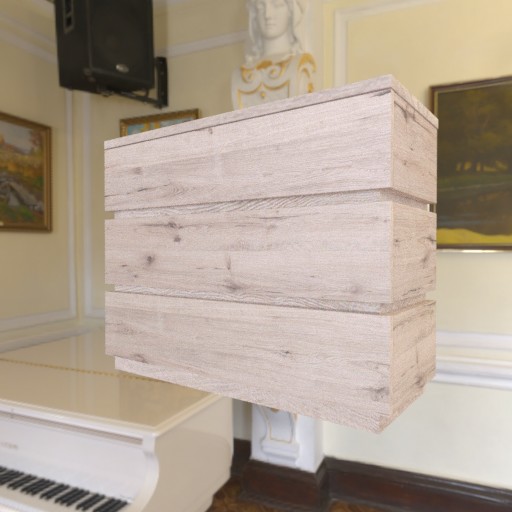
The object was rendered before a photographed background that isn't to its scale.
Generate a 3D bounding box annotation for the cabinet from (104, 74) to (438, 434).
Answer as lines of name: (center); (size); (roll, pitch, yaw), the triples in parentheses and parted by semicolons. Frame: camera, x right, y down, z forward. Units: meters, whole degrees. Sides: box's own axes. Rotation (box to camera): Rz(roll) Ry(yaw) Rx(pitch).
cabinet: (0.000, 0.000, 1.463); (1.040, 0.820, 0.420); (1, 1, 36)
